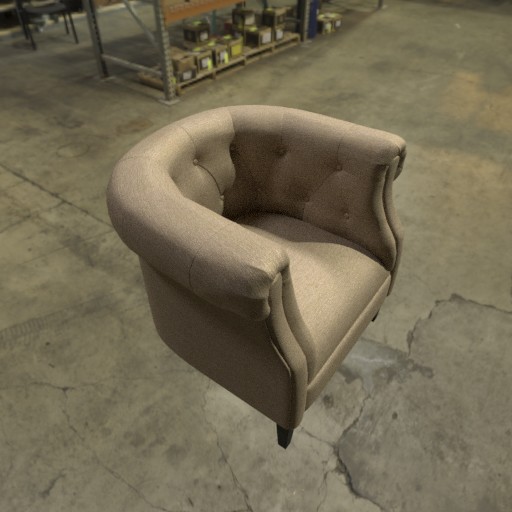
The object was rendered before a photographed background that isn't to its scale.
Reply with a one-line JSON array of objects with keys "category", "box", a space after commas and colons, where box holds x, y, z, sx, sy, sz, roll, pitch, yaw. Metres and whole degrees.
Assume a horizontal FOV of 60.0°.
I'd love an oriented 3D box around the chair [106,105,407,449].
[{"category": "chair", "box": [0.000, 0.000, 1.613, 0.852, 0.827, 0.905, 26, 48, 26]}]
